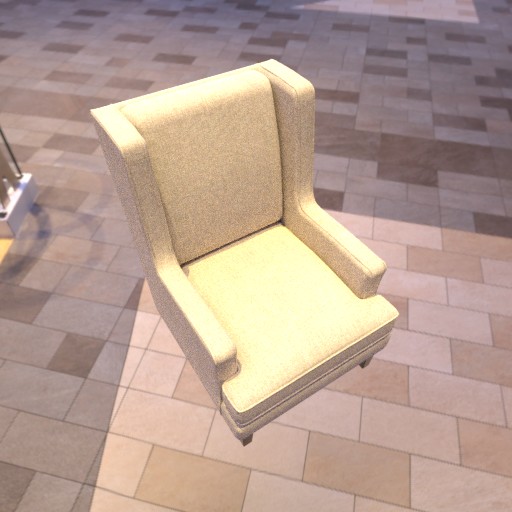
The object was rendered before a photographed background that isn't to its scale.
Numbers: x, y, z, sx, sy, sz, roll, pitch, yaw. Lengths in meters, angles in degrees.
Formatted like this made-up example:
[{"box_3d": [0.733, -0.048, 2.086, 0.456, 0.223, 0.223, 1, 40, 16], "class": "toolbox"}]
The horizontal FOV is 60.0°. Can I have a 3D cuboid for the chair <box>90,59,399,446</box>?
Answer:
[{"box_3d": [0.000, 0.000, 1.767, 0.764, 1.082, 0.948, -25, 52, -22], "class": "chair"}]
